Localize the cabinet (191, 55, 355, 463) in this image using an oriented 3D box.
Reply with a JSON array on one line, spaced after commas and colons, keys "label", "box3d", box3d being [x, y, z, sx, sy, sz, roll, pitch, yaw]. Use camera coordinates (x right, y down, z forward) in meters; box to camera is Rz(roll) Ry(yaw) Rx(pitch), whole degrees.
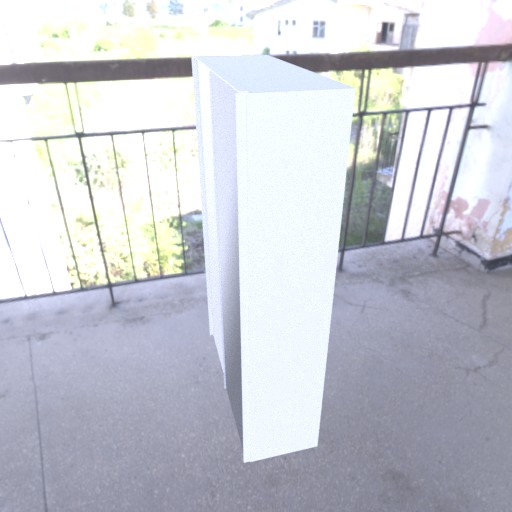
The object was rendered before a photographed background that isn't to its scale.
[{"label": "cabinet", "box3d": [0.000, 0.000, 2.743, 0.480, 2.160, 1.250, -7, 31, -13]}]
